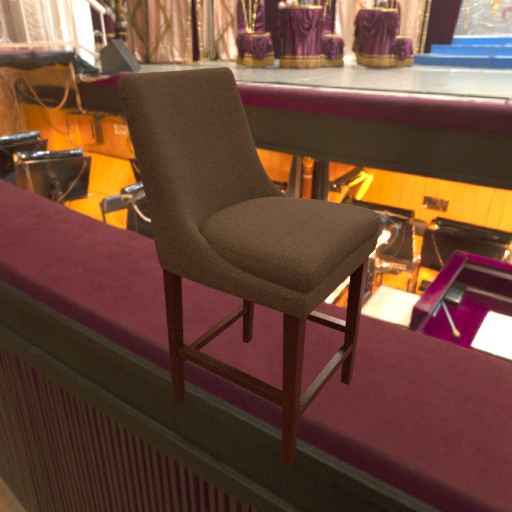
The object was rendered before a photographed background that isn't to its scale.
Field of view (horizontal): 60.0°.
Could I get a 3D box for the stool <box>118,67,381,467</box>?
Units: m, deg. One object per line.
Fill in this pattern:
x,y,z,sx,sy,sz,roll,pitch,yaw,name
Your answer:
0.000,0.000,1.285,0.577,0.981,0.470,17,30,30,stool
